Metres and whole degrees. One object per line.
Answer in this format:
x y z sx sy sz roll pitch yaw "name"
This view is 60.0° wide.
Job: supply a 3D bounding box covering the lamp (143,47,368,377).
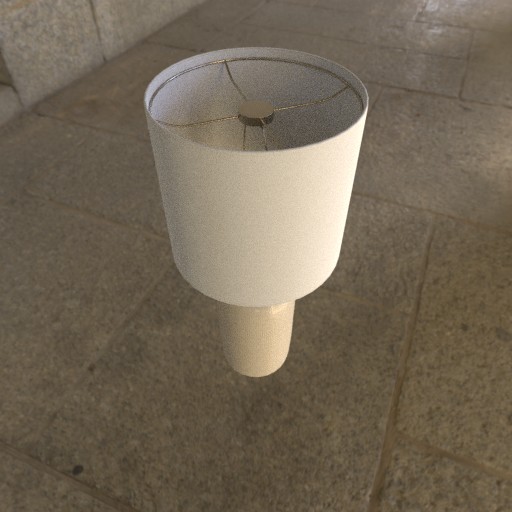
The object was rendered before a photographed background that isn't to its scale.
0.000 0.000 0.612 0.220 0.475 0.220 -4 46 -4 "lamp"
